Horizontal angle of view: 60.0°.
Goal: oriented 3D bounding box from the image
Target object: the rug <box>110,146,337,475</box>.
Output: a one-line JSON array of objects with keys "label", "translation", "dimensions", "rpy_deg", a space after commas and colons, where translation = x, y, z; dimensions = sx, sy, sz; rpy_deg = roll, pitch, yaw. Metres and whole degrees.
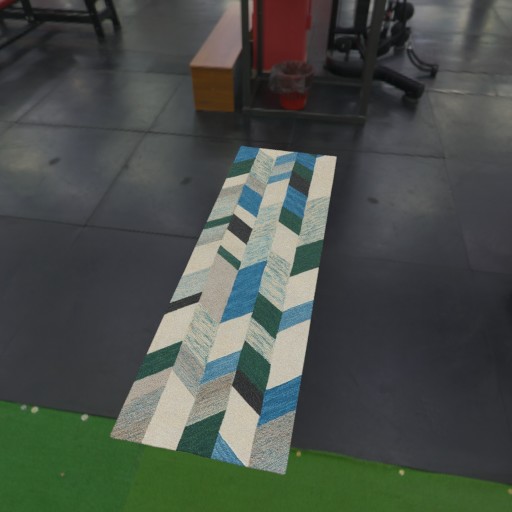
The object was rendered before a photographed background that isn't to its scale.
[{"label": "rug", "translation": [0.000, 0.000, 2.696], "dimensions": [0.774, 0.008, 2.437], "rpy_deg": [9, 45, 9]}]
